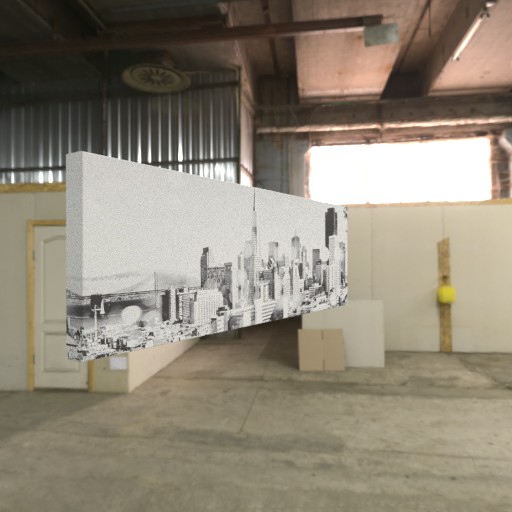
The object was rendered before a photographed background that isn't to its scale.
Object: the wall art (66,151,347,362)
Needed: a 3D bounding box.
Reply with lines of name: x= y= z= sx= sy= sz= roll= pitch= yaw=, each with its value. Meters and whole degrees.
wall art: x=0.000 y=0.000 z=0.856 sx=0.036 sy=0.256 sz=0.766 roll=0 pitch=0 yaw=36
